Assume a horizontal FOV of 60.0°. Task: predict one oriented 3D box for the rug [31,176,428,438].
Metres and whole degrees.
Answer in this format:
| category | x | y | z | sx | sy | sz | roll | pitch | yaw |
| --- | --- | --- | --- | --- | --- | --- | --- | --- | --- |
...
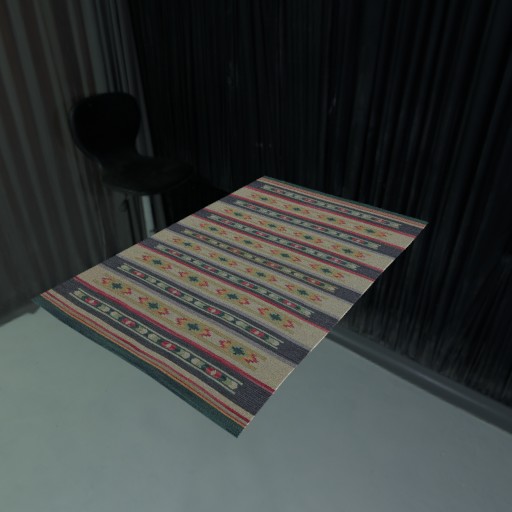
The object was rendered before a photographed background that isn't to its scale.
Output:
| category | x | y | z | sx | sy | sz | roll | pitch | yaw |
| --- | --- | --- | --- | --- | --- | --- | --- | --- | --- |
| rug | 0.000 | 0.000 | 2.947 | 1.522 | 0.010 | 2.311 | 22 | 39 | 30 |
